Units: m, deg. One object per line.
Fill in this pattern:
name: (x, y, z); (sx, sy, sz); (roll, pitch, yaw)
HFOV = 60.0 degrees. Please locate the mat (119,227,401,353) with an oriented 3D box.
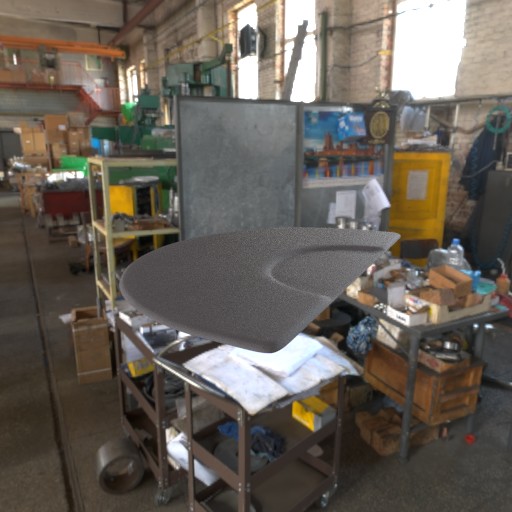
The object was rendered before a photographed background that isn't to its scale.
mat: (0.000, 0.000, 1.860); (0.917, 0.022, 1.525); (8, 16, 27)
